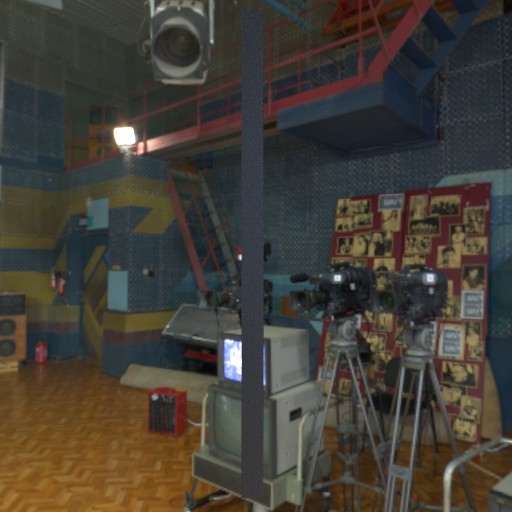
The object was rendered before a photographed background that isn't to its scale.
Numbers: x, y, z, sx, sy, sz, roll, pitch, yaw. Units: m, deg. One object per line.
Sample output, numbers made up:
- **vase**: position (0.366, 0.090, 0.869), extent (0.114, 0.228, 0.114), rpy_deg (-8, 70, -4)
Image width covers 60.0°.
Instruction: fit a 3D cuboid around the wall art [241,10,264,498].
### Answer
- **wall art**: position (0.000, 0.000, 0.523), extent (0.018, 0.397, 0.325), rpy_deg (0, -2, 1)
